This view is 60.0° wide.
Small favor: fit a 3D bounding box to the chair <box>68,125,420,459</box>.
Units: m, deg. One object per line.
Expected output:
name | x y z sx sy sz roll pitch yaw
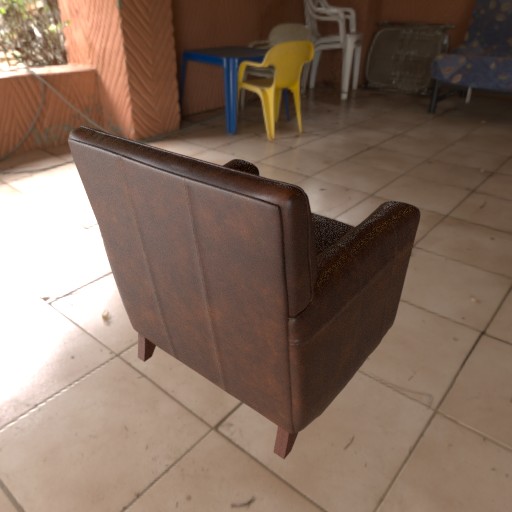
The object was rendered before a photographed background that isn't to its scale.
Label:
chair | 0.000 0.000 1.591 0.870 0.943 0.823 22 37 33
